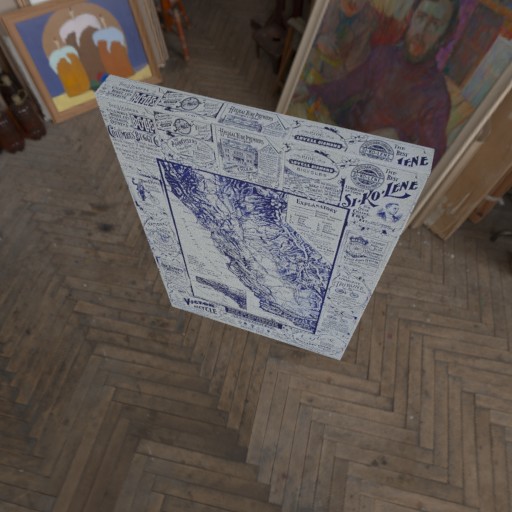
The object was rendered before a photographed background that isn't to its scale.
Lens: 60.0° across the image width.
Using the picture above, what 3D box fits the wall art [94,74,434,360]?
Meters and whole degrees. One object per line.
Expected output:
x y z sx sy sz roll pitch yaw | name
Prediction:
0.000 0.000 0.484 0.255 0.376 0.025 16 59 10 | wall art
